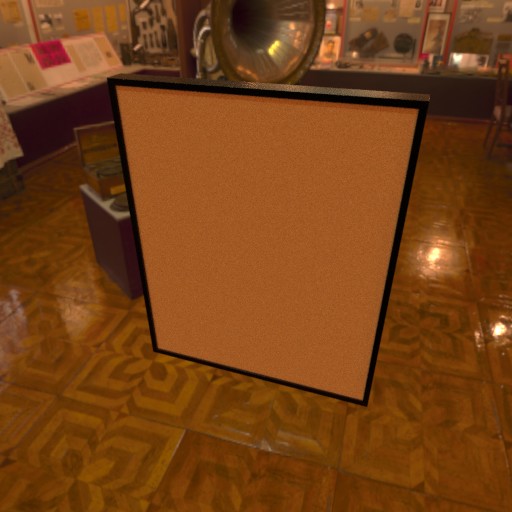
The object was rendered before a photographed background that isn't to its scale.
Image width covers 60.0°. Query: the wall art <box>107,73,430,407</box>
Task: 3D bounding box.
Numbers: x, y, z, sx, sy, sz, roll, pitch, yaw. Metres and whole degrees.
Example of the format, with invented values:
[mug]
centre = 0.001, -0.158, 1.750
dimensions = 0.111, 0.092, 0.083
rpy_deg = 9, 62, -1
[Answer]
[wall art]
centre = 0.000, 0.000, 0.755
dimensions = 0.451, 0.553, 0.039
rpy_deg = 10, 34, 16
